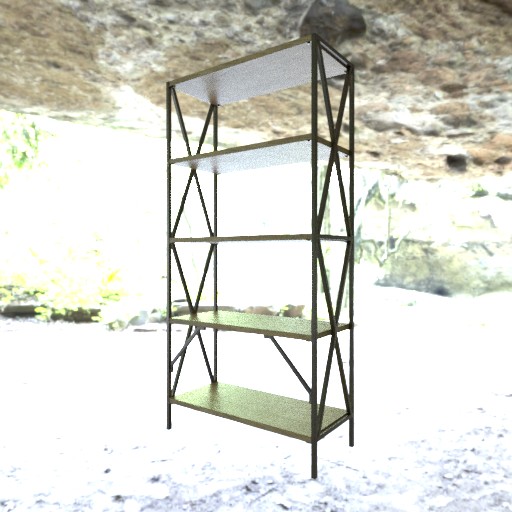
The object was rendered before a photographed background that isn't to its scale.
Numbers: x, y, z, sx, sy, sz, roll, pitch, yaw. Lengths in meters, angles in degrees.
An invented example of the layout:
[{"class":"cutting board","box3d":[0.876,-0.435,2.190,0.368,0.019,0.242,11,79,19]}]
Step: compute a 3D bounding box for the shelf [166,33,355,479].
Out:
[{"class":"shelf","box3d":[0.000,0.000,2.203,0.874,1.803,0.386,0,0,36]}]
